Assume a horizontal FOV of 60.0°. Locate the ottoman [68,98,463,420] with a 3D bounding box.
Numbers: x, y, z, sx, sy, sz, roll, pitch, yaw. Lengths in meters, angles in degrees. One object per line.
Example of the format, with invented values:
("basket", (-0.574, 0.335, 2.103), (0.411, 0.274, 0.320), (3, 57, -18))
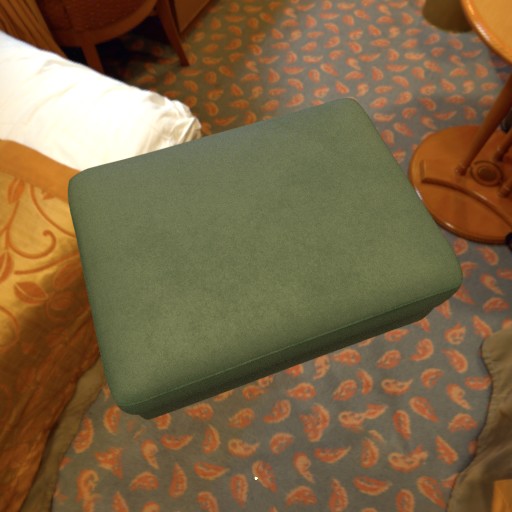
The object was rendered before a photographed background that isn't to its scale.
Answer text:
("ottoman", (0.000, 0.000, 1.166), (0.811, 0.449, 0.608), (-18, 65, -9))
